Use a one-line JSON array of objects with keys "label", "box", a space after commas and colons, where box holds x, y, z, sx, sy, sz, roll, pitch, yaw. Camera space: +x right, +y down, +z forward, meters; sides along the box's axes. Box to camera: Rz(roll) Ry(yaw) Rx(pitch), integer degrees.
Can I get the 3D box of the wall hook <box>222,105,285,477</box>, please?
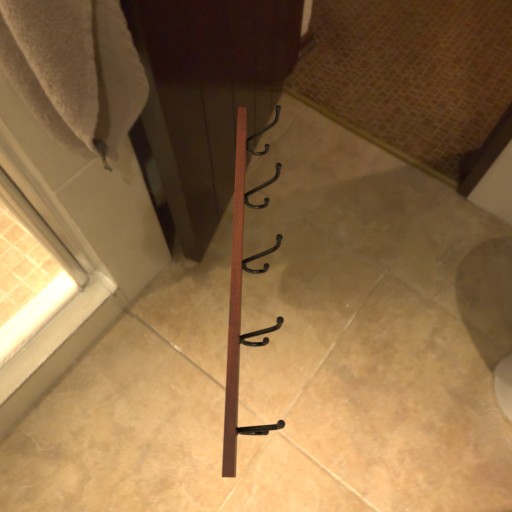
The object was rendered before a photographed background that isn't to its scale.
[{"label": "wall hook", "box": [0.000, 0.000, 0.638, 0.071, 0.117, 0.571, 1, 64, 0]}]
